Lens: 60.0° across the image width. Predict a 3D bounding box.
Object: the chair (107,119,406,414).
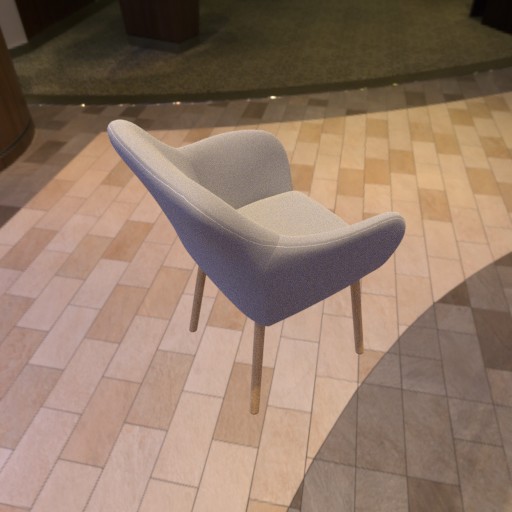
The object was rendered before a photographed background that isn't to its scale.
[{"bbox_3d":[0.000,0.000,1.249,0.590,0.830,0.570,-25,47,-25],"label":"chair"}]
